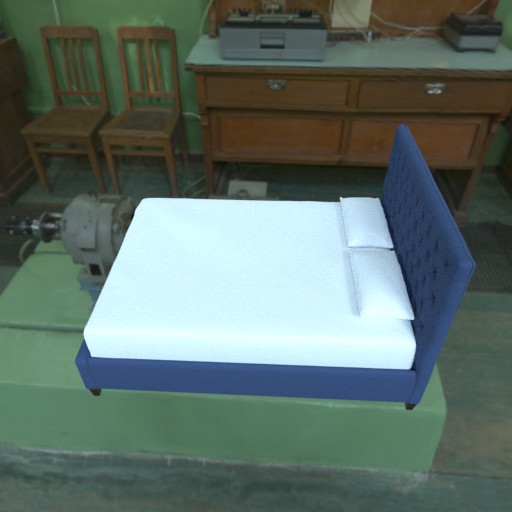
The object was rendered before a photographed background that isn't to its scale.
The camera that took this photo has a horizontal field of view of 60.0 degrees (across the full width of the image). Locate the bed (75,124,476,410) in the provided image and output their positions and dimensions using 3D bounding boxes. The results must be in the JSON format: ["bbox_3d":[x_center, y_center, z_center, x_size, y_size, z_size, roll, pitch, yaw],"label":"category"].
[{"bbox_3d":[0.000,0.000,3.394,2.387,1.427,1.706,2,41,2],"label":"bed"}]
